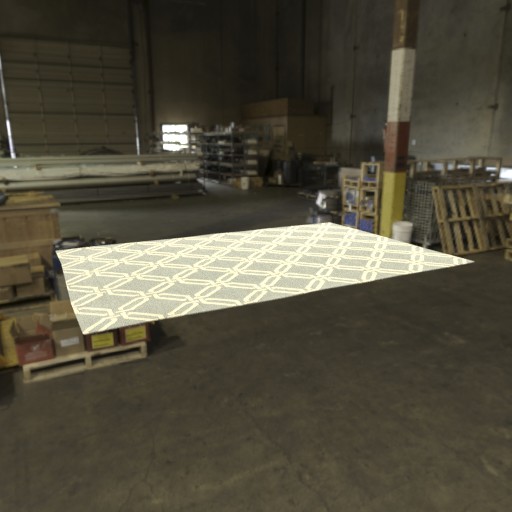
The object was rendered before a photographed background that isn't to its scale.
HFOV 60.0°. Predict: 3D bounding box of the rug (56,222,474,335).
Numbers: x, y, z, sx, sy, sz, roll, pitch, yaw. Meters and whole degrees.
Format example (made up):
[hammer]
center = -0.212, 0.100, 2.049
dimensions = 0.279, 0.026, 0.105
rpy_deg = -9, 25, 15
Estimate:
[rug]
center = 0.000, 0.000, 2.190
dimensions = 1.754, 0.010, 1.148
rpy_deg = -8, 17, -26
